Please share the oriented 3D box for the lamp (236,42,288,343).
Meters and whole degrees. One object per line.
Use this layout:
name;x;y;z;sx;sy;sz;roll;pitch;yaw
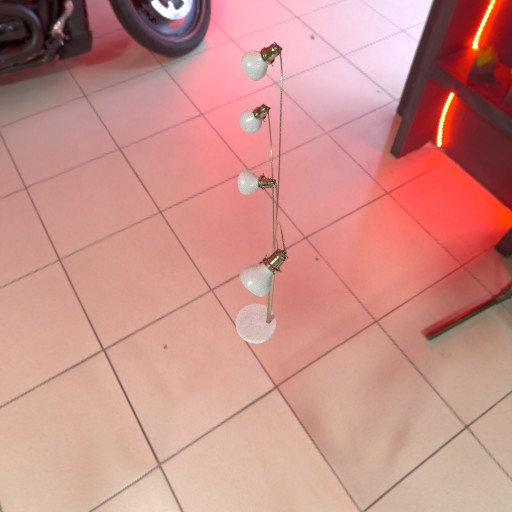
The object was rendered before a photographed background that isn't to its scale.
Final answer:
lamp;0.000;0.000;2.940;0.361;2.423;1.405;0;58;0
